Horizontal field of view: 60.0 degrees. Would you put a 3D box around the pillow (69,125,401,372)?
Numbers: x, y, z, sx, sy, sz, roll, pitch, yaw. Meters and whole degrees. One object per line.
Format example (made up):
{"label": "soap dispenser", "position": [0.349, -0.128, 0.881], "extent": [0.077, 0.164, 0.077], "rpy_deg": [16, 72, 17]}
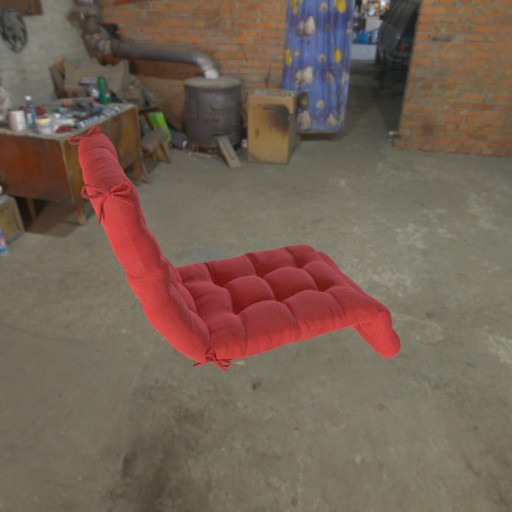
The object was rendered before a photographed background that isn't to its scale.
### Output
{"label": "pillow", "position": [0.000, 0.000, 1.507], "extent": [1.016, 0.863, 0.526], "rpy_deg": [-12, 32, -20]}
